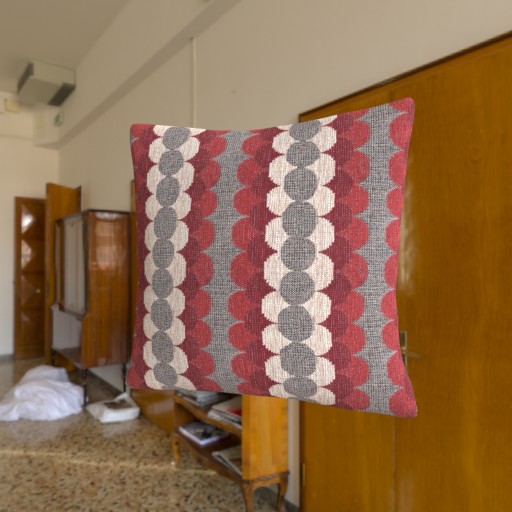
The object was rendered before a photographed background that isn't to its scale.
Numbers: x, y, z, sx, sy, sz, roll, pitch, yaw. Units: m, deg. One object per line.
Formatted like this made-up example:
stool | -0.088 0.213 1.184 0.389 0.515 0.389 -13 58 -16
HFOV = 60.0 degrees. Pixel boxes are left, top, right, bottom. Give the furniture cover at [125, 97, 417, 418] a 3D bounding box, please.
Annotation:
furniture cover | 0.000 0.000 0.639 0.435 0.420 0.145 0 -1 18
